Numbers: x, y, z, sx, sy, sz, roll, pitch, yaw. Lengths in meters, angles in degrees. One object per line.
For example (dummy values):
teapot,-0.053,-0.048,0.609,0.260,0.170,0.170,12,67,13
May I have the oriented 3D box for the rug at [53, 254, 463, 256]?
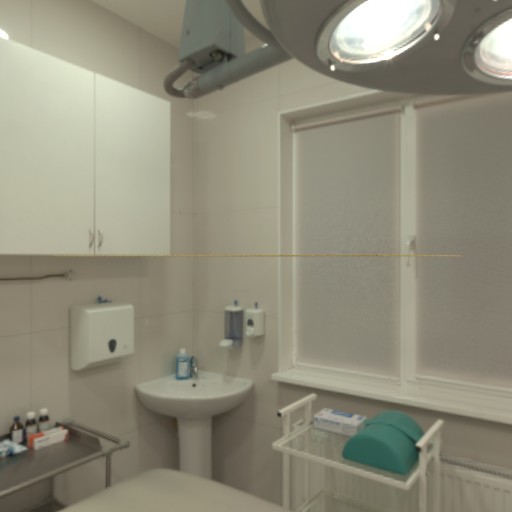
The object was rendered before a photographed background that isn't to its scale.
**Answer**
rug,0.000,0.000,3.796,2.895,0.006,1.981,0,0,35
